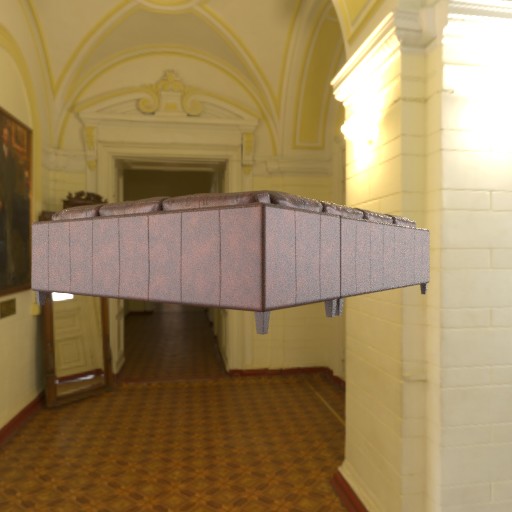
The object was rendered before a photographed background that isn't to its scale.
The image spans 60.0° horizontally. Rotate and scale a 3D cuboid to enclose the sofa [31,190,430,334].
[{"bbox_3d":[0.000,0.000,4.304,2.438,0.836,3.152,0,0,36],"label":"sofa"}]
